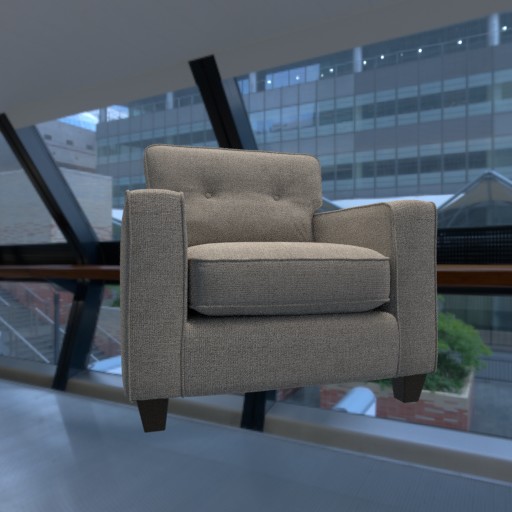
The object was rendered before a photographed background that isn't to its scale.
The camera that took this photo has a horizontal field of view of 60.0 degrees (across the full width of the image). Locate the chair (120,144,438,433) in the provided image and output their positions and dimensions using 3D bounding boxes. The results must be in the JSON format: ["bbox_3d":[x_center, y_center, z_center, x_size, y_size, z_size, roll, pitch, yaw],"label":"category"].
[{"bbox_3d":[0.000,0.000,1.732,1.015,0.965,0.939,0,1,-17],"label":"chair"}]
